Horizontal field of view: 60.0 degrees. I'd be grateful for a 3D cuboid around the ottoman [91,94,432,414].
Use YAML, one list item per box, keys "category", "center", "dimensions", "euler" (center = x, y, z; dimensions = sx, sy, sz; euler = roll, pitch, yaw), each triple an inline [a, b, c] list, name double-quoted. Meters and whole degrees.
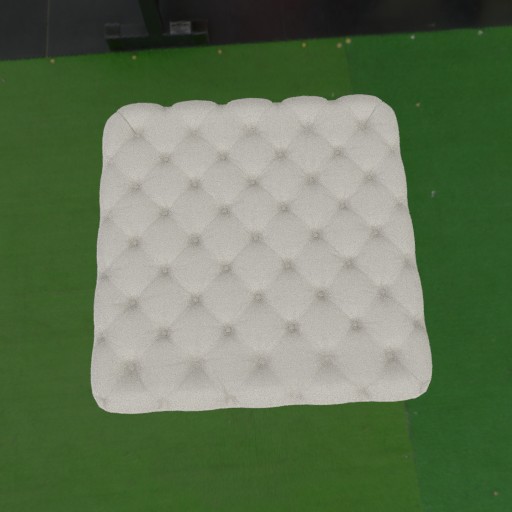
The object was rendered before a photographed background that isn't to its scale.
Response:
- category: "ottoman"
  center: [0.000, 0.000, 1.190]
  dimensions: [0.753, 0.376, 0.755]
  euler: [-2, 75, -1]
